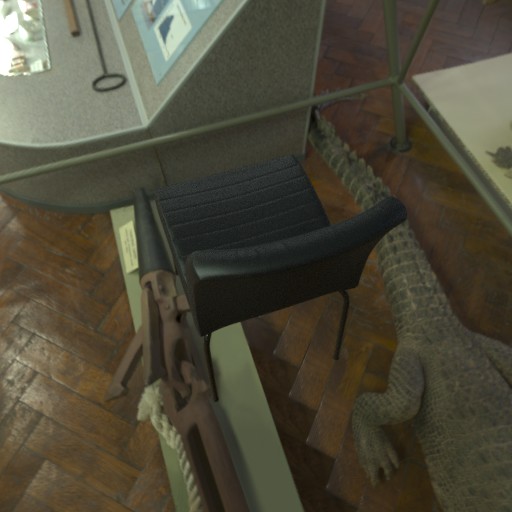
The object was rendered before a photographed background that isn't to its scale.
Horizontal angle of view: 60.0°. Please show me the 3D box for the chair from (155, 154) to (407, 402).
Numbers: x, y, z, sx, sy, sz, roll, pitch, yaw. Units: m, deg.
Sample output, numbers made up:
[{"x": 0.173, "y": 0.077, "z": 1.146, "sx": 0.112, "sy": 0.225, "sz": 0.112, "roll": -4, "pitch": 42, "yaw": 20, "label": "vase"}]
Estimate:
[{"x": 0.000, "y": 0.000, "z": 1.191, "sx": 0.450, "sy": 0.872, "sz": 0.572, "roll": -16, "pitch": 60, "yaw": -10, "label": "chair"}]
